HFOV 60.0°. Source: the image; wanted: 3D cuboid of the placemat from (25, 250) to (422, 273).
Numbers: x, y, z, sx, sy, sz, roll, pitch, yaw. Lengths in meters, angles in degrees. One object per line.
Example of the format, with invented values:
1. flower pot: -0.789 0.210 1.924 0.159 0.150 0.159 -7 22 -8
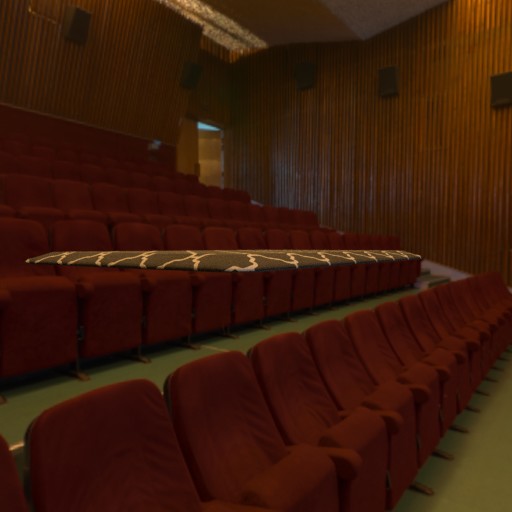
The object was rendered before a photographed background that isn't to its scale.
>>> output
1. placemat: 0.000 0.000 0.954 0.508 0.021 0.762 1 1 36
